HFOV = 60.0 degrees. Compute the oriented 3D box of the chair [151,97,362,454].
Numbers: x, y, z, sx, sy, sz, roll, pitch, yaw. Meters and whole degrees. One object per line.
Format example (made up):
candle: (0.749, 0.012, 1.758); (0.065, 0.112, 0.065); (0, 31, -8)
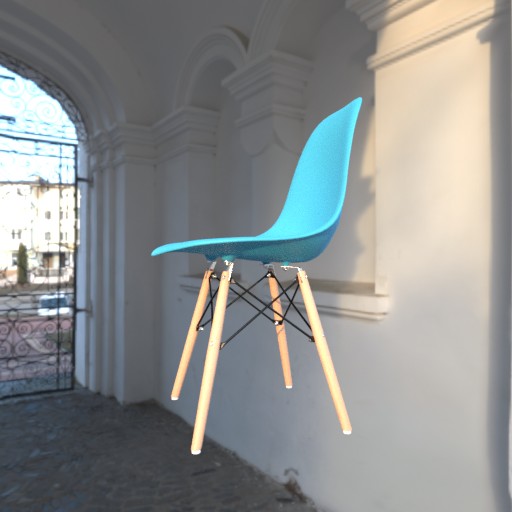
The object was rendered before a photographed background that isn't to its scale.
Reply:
chair: (0.000, 0.000, 1.157); (0.531, 0.826, 0.470); (0, 1, -17)
